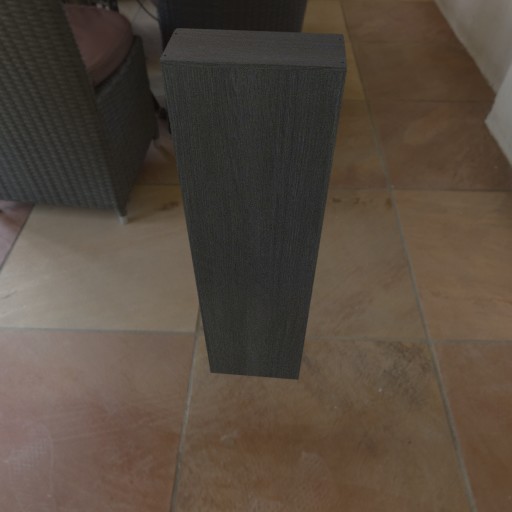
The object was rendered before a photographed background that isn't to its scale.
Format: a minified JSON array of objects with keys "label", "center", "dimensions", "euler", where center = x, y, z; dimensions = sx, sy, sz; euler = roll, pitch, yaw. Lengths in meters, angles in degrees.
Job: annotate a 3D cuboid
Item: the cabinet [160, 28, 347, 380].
[{"label":"cabinet","center":[0.000,0.000,1.920],"dimensions":[0.500,1.790,0.230],"euler":[4,48,3]}]
